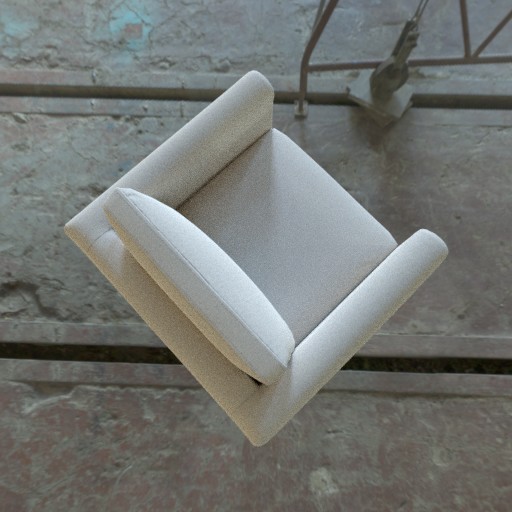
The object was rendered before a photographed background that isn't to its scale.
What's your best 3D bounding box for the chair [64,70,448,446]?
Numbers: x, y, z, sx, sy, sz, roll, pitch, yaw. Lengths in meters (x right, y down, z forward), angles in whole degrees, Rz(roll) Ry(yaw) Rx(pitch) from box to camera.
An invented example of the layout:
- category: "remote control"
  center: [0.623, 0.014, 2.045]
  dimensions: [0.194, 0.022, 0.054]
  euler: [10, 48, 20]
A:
- category: "chair"
  center: [0.000, 0.000, 1.700]
  dimensions: [0.896, 0.915, 0.982]
  euler: [-43, 80, -9]
